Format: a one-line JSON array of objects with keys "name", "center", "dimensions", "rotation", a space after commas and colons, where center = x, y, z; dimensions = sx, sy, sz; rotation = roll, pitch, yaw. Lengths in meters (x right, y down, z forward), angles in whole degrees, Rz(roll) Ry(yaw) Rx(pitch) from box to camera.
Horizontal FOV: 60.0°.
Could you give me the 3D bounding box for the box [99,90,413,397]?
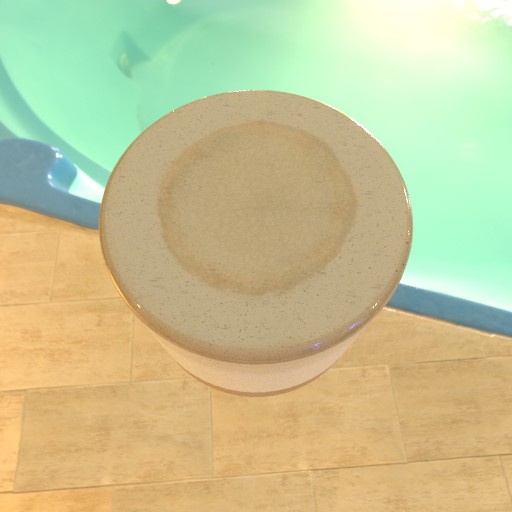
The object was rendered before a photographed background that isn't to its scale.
[{"name": "box", "center": [0.000, 0.000, 0.269], "dimensions": [0.154, 0.123, 0.154], "rotation": [0, 64, 0]}]
